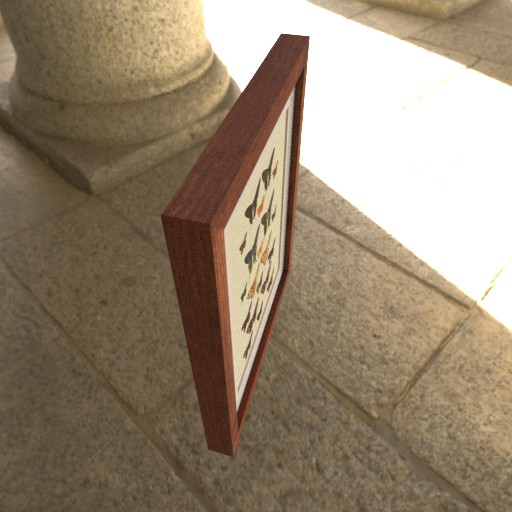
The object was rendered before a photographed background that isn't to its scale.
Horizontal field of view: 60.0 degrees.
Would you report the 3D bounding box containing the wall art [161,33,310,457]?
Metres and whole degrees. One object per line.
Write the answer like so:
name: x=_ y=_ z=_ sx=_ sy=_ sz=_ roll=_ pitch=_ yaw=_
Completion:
wall art: x=0.000 y=0.000 z=0.609 sx=0.039 sy=0.449 sz=0.377 roll=11 pitch=47 yaw=11
